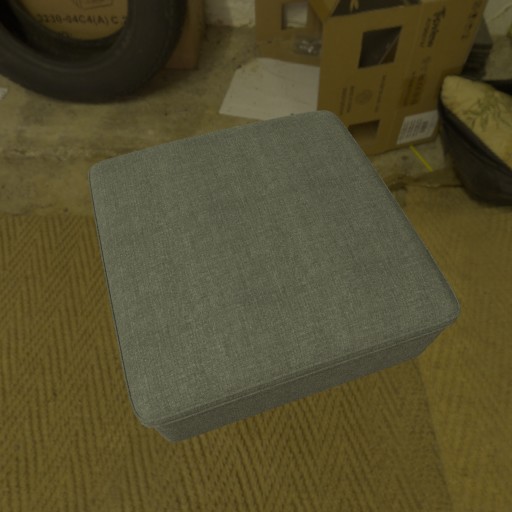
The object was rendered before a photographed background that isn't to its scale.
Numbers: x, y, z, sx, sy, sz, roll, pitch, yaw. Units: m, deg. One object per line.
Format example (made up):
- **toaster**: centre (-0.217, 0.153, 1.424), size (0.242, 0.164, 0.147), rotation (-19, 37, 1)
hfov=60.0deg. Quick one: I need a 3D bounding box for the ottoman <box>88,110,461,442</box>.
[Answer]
- **ottoman**: centre (0.000, 0.000, 1.716), size (1.067, 0.559, 1.067), rotation (-16, 59, -10)
